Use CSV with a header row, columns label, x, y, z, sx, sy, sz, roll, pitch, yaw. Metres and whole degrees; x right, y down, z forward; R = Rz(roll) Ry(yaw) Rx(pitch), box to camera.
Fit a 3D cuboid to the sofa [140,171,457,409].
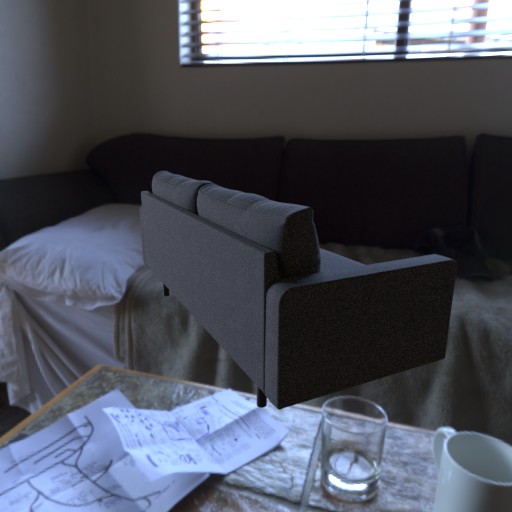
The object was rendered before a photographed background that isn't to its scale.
label,x,y,z,sx,sy,sz,roll,pitch,yaw
sofa,0.000,0.000,2.587,0.880,0.880,2.100,-8,17,-26
